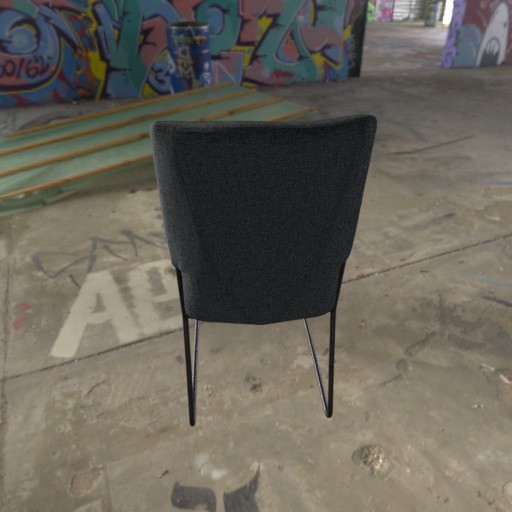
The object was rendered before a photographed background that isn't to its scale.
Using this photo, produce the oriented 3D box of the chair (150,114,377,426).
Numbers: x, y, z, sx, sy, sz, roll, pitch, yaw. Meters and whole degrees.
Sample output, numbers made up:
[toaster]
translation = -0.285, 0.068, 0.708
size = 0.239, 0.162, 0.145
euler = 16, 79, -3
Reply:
[chair]
translation = 0.000, 0.000, 1.303
size = 0.480, 0.931, 0.635
euler = -2, 31, -4
